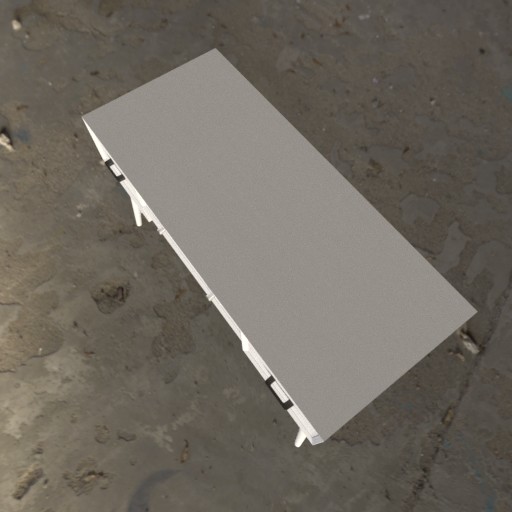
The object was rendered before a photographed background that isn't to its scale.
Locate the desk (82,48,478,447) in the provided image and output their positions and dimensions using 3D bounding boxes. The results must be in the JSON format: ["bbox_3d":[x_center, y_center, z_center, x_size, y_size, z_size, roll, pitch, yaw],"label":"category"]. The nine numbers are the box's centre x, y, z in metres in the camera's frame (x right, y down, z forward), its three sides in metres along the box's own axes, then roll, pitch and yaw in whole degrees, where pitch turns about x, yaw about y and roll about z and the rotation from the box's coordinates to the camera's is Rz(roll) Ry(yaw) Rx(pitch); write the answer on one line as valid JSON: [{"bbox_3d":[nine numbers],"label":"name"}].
[{"bbox_3d":[0.000,0.000,1.749,0.589,0.762,1.313,-34,69,-15],"label":"desk"}]
